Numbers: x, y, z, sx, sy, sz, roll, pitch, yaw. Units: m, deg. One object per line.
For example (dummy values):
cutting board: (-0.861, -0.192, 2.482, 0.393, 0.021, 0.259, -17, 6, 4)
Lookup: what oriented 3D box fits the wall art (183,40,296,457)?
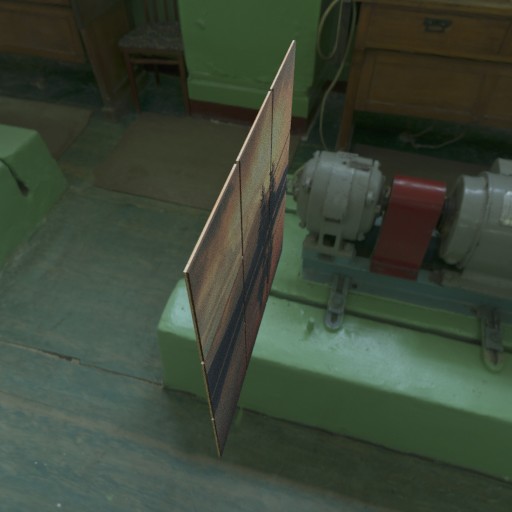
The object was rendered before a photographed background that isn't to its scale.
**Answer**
wall art: (0.000, 0.000, 1.799, 0.013, 1.218, 1.216, 11, 49, 9)
